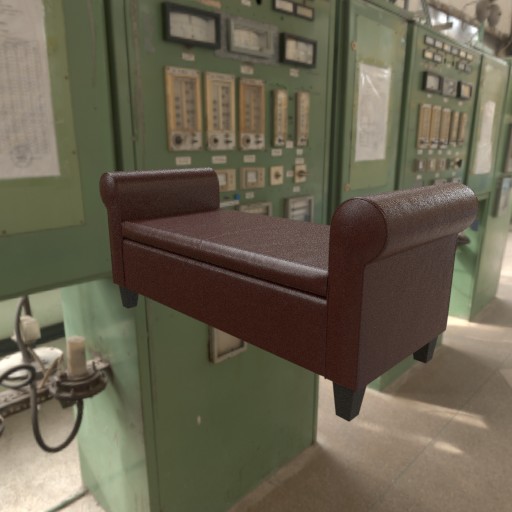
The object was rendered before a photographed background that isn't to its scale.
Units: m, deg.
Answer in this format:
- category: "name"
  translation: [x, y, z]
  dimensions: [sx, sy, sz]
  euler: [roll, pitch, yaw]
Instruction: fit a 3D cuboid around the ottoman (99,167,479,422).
- category: "ottoman"
  translation: [0.000, 0.000, 1.542]
  dimensions: [0.521, 0.547, 1.256]
  euler: [-14, 20, -43]
